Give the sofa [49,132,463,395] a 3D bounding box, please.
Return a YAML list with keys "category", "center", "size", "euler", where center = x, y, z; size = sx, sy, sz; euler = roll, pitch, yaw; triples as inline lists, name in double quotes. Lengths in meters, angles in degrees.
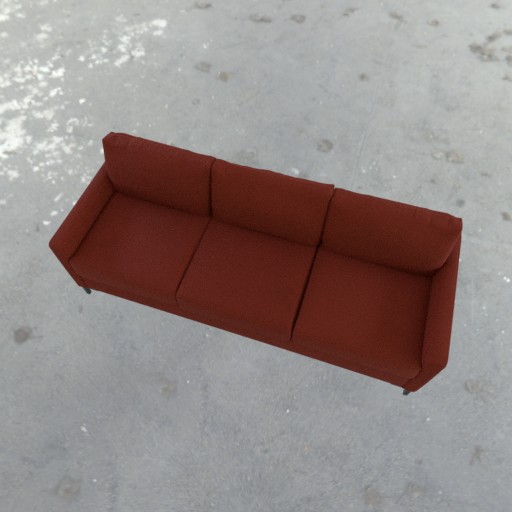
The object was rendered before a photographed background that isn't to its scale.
- category: "sofa"
  center: [0.000, 0.000, 2.676]
  size: [2.252, 0.879, 0.875]
  euler: [16, 60, 10]
